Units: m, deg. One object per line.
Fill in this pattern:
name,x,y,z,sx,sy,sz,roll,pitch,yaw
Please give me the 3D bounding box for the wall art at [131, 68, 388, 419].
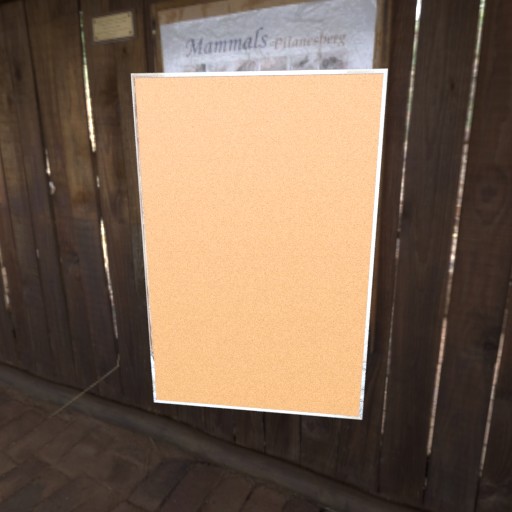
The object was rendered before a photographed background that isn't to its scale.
wall art,0.000,0.000,0.788,0.403,0.607,0.036,2,16,8
